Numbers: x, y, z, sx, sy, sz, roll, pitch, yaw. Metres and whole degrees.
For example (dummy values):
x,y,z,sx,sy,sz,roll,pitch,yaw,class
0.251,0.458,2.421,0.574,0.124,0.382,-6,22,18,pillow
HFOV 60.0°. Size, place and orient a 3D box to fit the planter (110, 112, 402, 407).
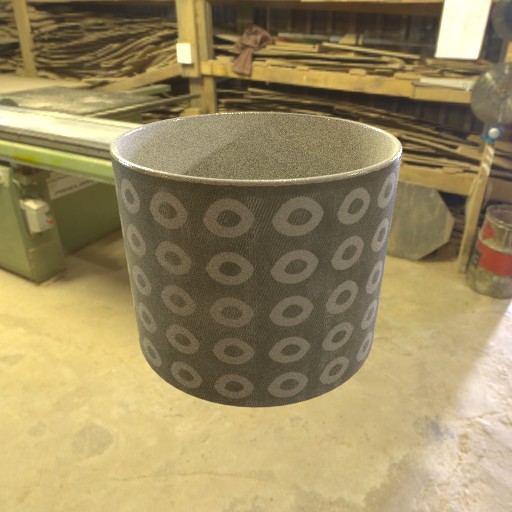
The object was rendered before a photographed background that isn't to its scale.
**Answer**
x,y,z,sx,sy,sz,roll,pitch,yaw,class
0.000,0.000,0.449,0.250,0.239,0.250,0,28,0,planter
